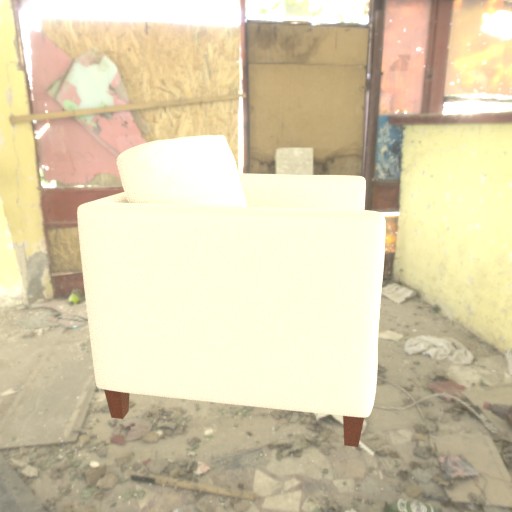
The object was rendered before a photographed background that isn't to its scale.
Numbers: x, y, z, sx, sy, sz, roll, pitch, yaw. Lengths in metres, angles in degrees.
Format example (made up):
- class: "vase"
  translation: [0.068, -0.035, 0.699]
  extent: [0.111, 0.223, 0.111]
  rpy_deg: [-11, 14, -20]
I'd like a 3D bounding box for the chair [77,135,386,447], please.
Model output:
- class: "chair"
  translation: [0.000, 0.000, 1.691]
  extent: [0.878, 0.885, 1.019]
  rpy_deg: [3, 16, 10]
